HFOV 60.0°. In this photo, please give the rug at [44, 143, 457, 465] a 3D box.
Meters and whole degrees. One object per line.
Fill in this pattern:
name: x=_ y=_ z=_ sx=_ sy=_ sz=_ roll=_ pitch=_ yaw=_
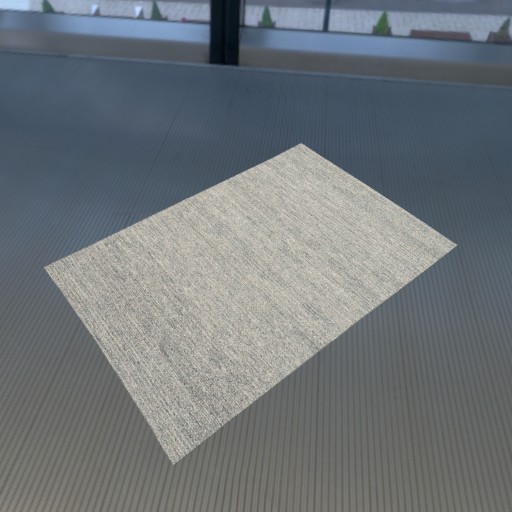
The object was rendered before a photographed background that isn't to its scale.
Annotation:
rug: x=0.000 y=0.000 z=3.026 sx=2.338 sy=0.030 sz=1.616 roll=-31 pitch=54 yaw=-25
